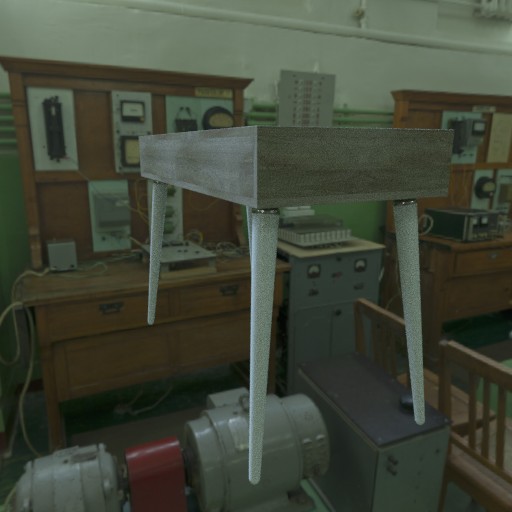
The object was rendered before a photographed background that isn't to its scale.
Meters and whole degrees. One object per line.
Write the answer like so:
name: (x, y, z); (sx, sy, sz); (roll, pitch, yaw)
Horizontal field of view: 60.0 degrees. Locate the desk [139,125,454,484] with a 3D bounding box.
desk: (0.000, 0.000, 1.363); (0.491, 0.723, 0.979); (-7, 15, -25)
